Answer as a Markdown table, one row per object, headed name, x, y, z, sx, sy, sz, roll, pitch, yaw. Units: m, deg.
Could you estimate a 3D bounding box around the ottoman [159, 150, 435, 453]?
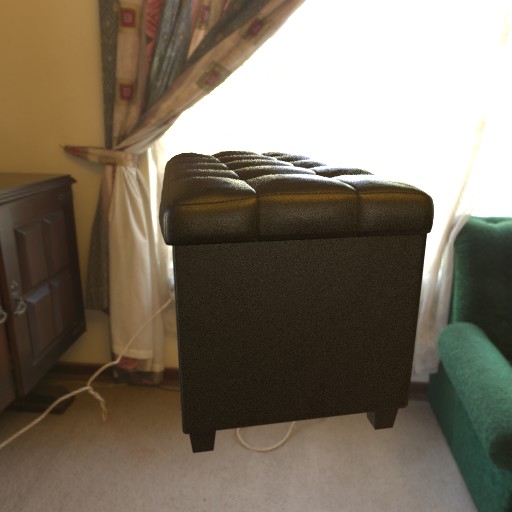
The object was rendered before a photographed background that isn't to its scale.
| name | x | y | z | sx | sy | sz | roll | pitch | yaw |
| --- | --- | --- | --- | --- | --- | --- | --- | --- | --- |
| ottoman | 0.000 | 0.000 | 1.096 | 0.432 | 0.470 | 0.838 | -3 | 17 | -10 |
